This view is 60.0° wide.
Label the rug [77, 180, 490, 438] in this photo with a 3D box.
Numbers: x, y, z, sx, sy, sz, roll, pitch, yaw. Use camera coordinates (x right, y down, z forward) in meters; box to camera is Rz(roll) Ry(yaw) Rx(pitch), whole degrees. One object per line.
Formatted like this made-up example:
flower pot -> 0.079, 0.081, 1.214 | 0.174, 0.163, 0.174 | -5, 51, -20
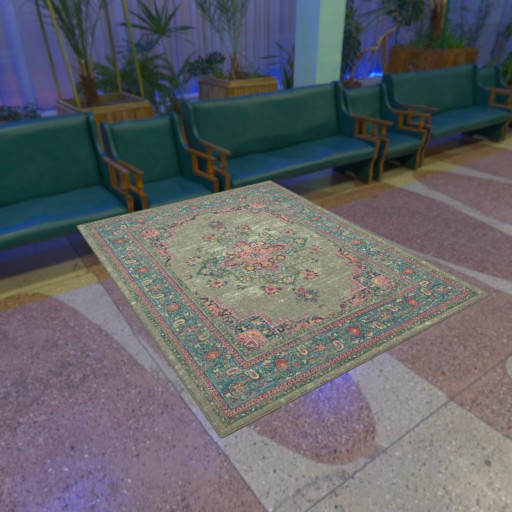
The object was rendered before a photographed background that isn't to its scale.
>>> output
rug -> 0.000, 0.000, 4.030 | 2.434, 0.013, 3.057 | -18, 35, -28
